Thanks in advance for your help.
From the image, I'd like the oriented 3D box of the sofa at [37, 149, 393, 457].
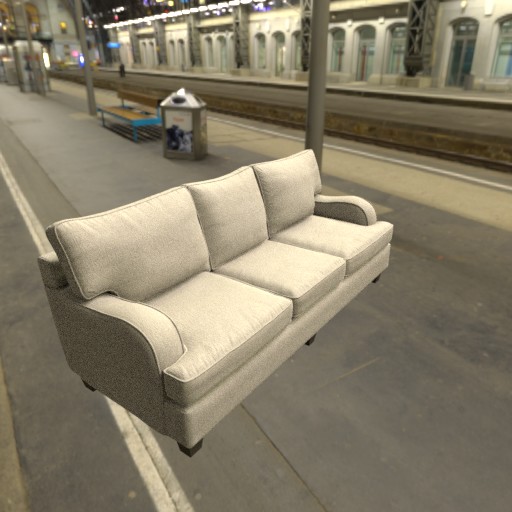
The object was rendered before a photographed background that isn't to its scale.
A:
[{"bbox_3d":[0.000,0.000,2.856,1.016,0.991,2.323,17,29,33],"label":"sofa"}]
